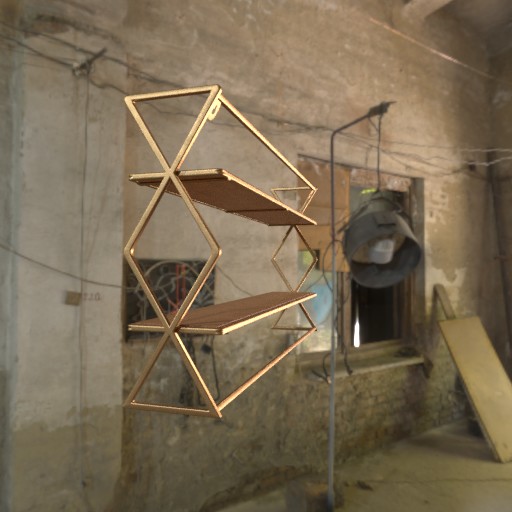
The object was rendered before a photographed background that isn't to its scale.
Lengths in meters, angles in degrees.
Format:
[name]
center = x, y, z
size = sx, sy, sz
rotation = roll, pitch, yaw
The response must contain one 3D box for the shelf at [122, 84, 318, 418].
[shelf]
center = 0.000, 0.000, 1.009
size = 0.150, 0.450, 0.822
rotation = 0, -1, 17
